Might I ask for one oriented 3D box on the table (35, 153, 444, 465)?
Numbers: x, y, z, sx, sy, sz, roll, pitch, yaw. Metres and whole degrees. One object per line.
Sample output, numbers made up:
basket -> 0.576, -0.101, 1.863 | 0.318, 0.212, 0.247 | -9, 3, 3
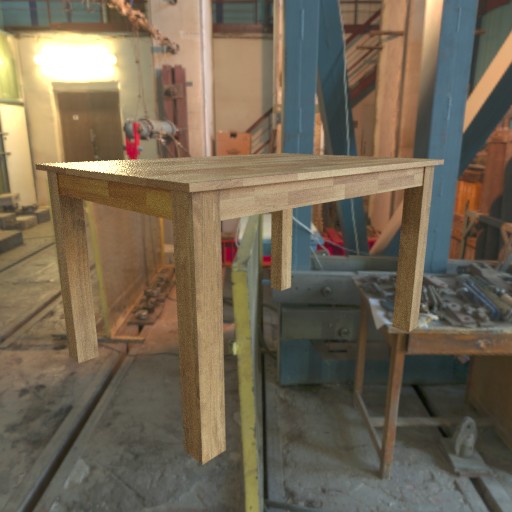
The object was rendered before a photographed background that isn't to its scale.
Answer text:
table -> 0.000, 0.000, 1.798 | 1.300, 0.750, 0.900 | -15, 21, -43
